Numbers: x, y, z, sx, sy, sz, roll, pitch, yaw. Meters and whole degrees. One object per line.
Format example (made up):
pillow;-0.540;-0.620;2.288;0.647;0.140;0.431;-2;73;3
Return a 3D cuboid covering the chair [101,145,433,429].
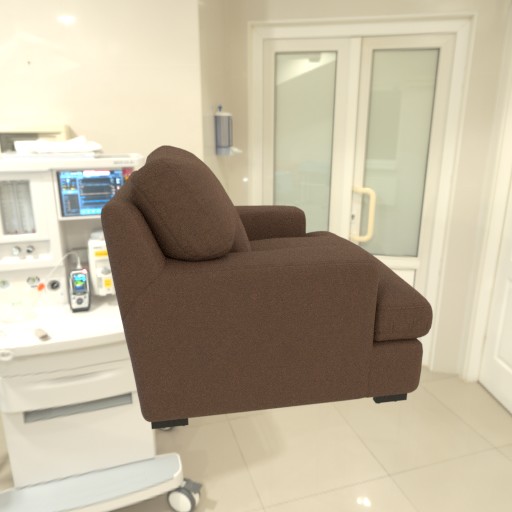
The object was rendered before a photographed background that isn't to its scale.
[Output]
chair;0.000;0.000;2.006;1.143;0.940;1.168;-3;17;-10
